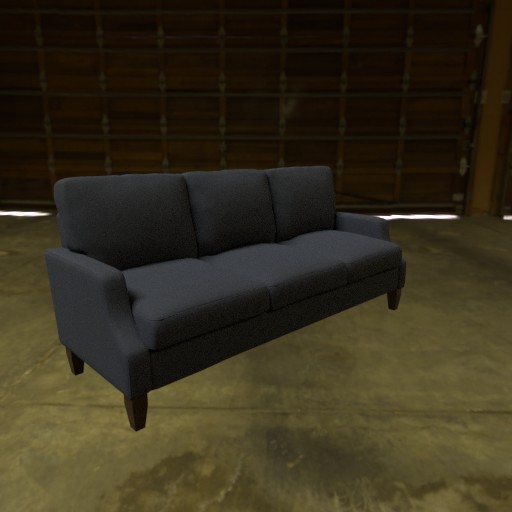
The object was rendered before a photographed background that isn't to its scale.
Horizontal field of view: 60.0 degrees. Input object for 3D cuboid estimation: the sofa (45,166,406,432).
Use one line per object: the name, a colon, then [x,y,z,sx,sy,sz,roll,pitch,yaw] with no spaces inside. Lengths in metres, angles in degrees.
sofa: [0.000,0.000,2.625,2.115,0.984,0.888,-13,19,-42]
